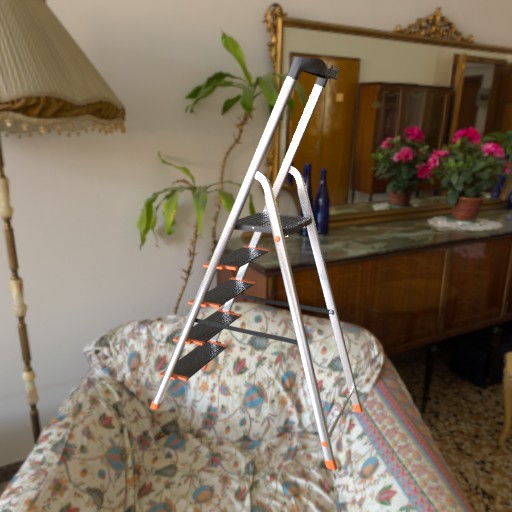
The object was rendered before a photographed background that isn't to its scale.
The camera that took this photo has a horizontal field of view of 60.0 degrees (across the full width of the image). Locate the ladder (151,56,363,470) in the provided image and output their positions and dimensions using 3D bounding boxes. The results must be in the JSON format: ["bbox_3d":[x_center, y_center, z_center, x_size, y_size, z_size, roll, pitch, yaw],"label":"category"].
[{"bbox_3d":[0.000,0.000,2.075,0.995,1.646,0.480,8,17,26],"label":"ladder"}]
